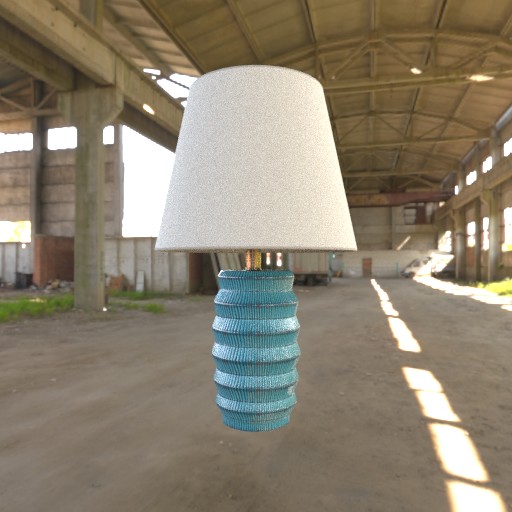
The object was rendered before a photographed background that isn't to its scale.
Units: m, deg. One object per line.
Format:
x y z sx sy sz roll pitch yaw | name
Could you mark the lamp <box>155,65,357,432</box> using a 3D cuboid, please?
0.000 0.000 0.794 0.355 0.582 0.355 0 0 0 | lamp
